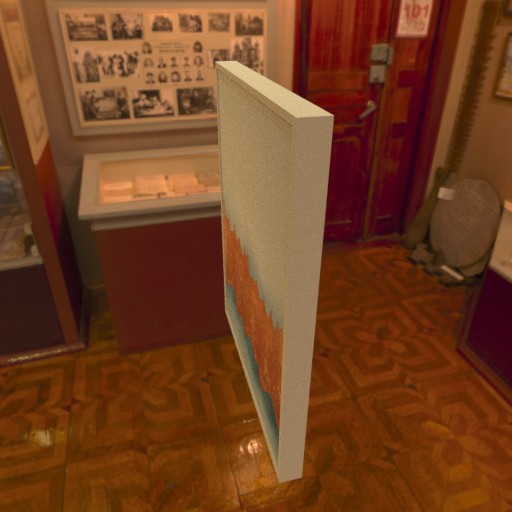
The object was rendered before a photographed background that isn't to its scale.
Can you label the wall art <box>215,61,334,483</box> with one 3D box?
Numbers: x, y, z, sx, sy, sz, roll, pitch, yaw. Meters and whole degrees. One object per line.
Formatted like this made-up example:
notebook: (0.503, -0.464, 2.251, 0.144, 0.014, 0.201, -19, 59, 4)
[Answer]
wall art: (0.000, 0.000, 0.742, 0.039, 0.553, 0.451, -7, 31, -12)
